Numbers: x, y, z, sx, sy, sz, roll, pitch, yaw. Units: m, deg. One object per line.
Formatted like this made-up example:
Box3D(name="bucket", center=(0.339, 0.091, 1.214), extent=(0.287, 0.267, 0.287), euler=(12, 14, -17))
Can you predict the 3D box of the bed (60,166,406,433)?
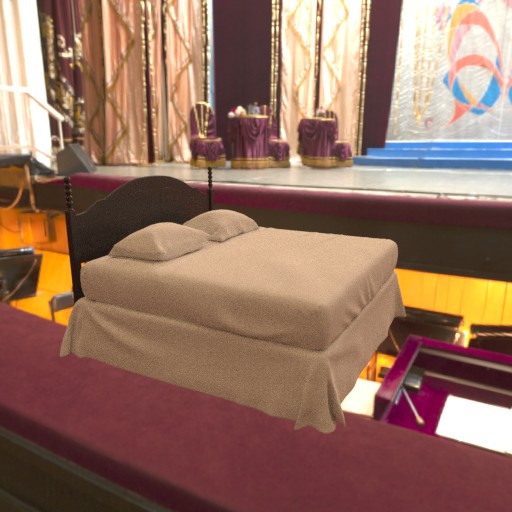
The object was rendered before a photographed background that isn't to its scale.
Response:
Box3D(name="bed", center=(0.000, 0.000, 3.709), extent=(2.219, 1.355, 2.322), euler=(7, 16, 27))
